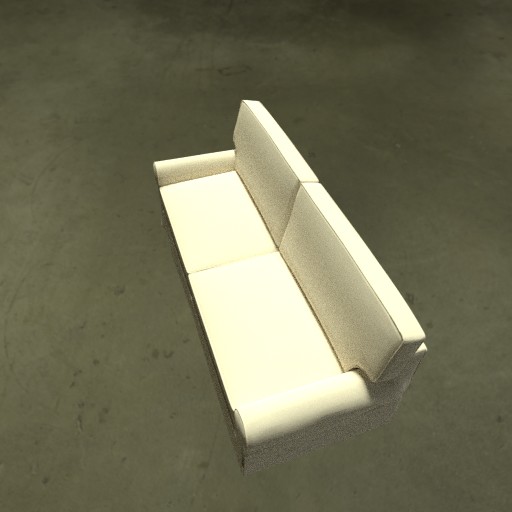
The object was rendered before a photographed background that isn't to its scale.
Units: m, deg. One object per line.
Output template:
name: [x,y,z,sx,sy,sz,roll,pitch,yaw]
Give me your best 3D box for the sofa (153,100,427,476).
sofa: [0.000,0.000,2.542,0.862,0.937,2.021,-15,49,-13]
